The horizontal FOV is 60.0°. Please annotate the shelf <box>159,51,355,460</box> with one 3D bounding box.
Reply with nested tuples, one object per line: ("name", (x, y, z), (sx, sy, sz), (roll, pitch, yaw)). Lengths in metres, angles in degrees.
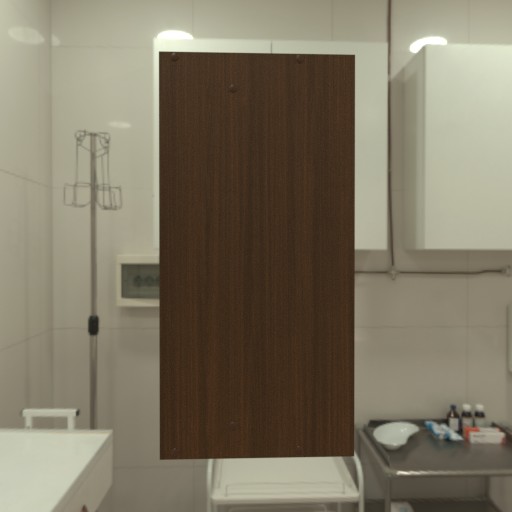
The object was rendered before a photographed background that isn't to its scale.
("shelf", (0.000, 0.000, 0.728), (0.290, 0.600, 0.147), (0, 1, -2))
